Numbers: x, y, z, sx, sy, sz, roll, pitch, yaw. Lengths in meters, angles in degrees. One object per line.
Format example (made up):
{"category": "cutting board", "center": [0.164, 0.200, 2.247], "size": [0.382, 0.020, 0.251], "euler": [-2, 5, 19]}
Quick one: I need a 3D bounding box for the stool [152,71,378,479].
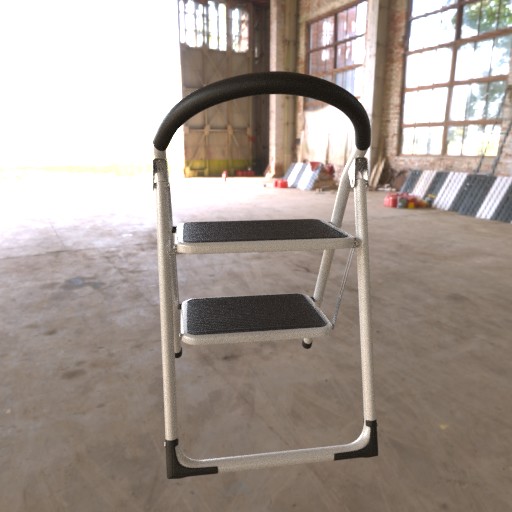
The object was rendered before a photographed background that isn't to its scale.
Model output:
{"category": "stool", "center": [0.000, 0.000, 1.073], "size": [0.453, 0.760, 0.559], "euler": [-2, 14, -9]}
